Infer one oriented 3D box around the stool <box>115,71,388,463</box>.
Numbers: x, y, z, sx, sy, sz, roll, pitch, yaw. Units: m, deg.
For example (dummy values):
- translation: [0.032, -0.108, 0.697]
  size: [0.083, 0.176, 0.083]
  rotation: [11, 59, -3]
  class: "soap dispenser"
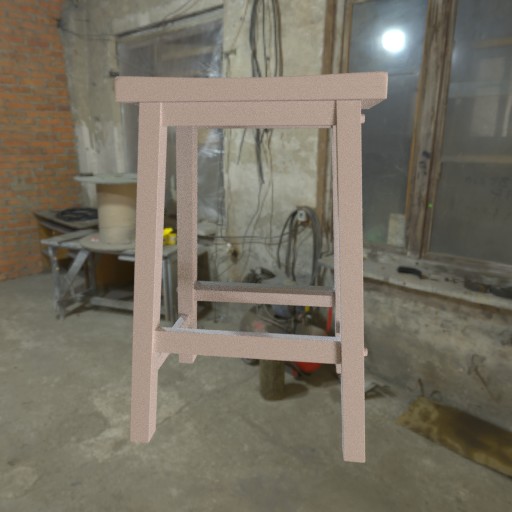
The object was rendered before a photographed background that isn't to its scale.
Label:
- translation: [0.000, 0.000, 0.832]
  size: [0.406, 0.610, 0.322]
  rotation: [2, 15, 7]
  class: "stool"
